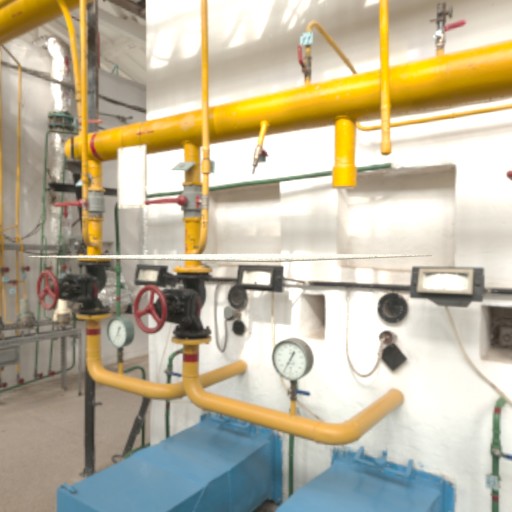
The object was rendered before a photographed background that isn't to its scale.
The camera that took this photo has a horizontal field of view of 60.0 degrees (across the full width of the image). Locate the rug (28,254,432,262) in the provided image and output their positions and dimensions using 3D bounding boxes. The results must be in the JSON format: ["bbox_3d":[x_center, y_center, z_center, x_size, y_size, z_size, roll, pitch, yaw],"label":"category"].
[{"bbox_3d":[0.000,0.000,4.074,2.363,0.012,2.980,1,1,36],"label":"rug"}]
